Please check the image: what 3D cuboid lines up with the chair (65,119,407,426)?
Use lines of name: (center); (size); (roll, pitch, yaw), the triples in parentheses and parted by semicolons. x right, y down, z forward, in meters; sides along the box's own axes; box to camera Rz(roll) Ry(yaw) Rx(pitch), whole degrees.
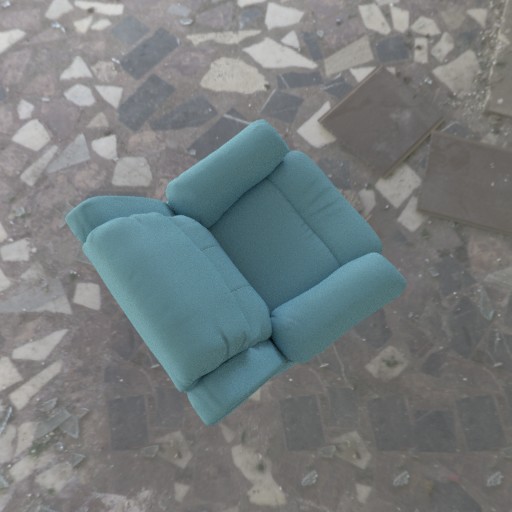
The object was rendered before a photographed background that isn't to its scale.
chair: (0.000, 0.000, 1.293); (0.709, 0.702, 0.680); (-36, 78, -9)
